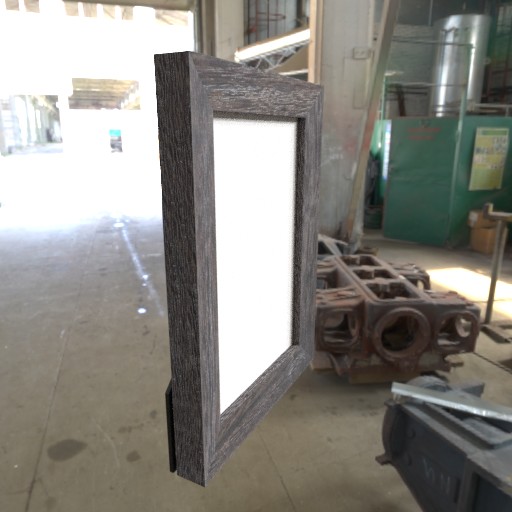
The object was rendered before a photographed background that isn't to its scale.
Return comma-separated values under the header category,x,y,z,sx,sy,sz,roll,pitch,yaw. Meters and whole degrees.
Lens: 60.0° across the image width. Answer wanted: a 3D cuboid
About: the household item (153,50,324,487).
category,x,y,z,sx,sy,sz,roll,pitch,yaw
household item,0.000,0.000,0.235,0.020,0.180,0.133,8,17,27
